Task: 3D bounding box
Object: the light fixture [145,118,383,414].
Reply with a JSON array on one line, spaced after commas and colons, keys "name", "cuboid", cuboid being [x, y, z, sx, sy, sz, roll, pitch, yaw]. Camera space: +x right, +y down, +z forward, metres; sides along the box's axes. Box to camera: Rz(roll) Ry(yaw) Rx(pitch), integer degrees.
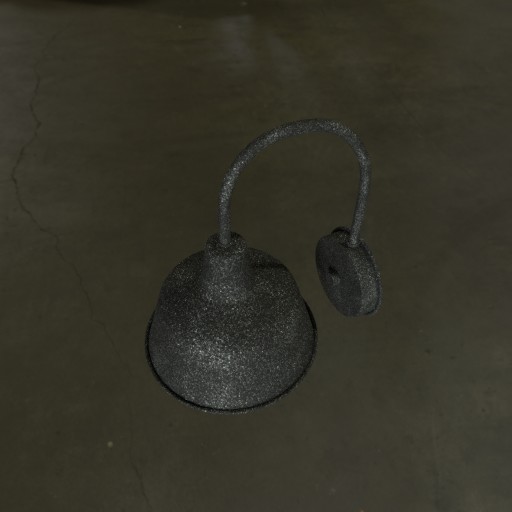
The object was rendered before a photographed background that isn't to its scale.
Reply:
[{"name": "light fixture", "cuboid": [0.000, 0.000, 0.480, 0.283, 0.300, 0.216, -18, 48, -17]}]
